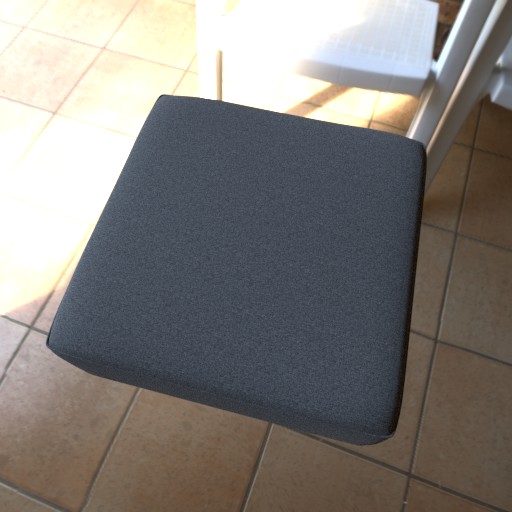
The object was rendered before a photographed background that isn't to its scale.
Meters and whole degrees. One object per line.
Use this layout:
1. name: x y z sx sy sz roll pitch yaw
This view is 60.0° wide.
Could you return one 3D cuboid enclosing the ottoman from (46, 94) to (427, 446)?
1. ottoman: 0.000 0.000 1.550 1.005 0.464 1.015 13 65 6
